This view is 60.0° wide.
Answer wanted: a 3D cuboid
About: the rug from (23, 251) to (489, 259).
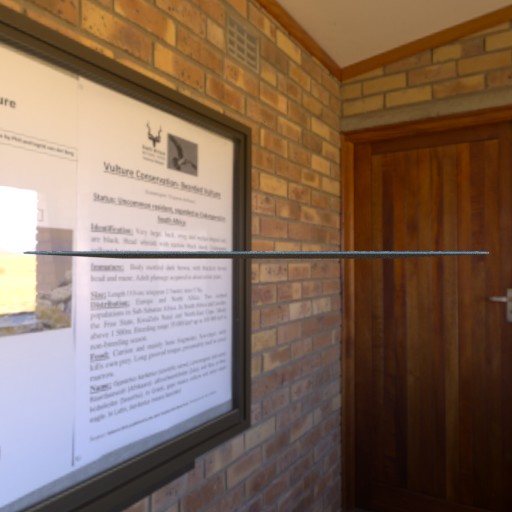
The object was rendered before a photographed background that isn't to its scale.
[{"bbox_3d":[0.000,0.000,2.871,2.205,0.012,1.554,0,-1,0],"label":"rug"}]
